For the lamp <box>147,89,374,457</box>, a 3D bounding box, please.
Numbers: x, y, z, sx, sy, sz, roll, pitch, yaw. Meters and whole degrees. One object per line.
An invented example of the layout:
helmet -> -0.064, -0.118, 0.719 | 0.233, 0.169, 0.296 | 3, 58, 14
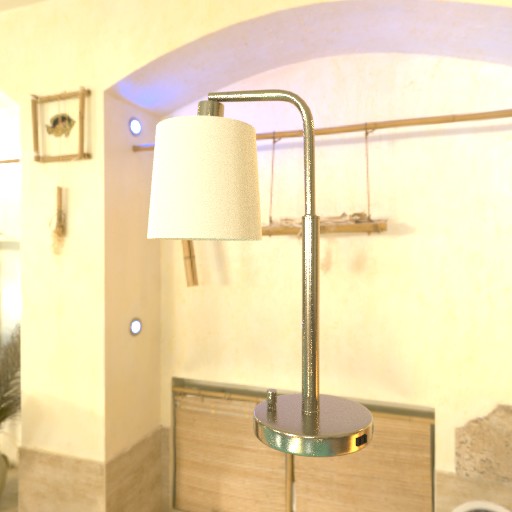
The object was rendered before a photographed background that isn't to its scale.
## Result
lamp -> 0.000, 0.000, 0.644 | 0.333, 0.489, 0.171 | 0, 1, 19
